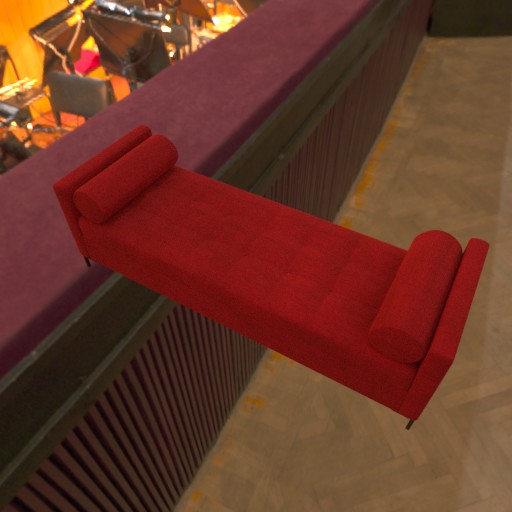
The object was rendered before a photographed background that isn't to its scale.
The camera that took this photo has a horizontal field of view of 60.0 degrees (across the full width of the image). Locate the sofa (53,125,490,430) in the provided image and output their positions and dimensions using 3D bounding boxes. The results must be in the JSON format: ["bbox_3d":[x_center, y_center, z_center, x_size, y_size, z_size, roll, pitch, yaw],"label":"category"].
[{"bbox_3d":[0.000,0.000,2.291,1.981,0.635,0.686,23,51,20],"label":"sofa"}]
